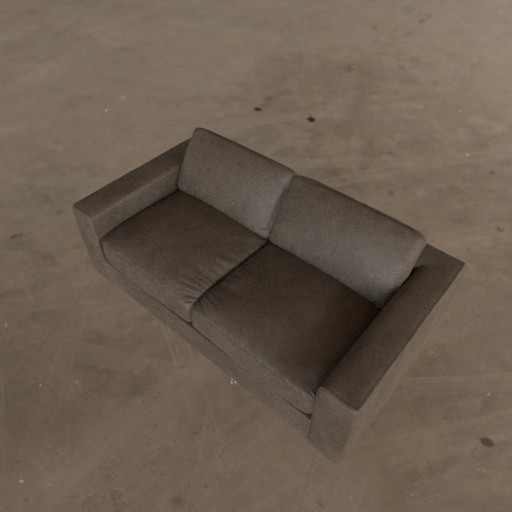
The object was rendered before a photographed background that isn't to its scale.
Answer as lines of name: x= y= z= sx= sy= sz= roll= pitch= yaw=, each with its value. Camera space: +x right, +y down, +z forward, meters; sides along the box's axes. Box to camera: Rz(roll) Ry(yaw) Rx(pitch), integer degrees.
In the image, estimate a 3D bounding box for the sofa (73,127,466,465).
sofa: x=0.000 y=0.000 z=2.490 sx=1.920 sy=0.800 sz=1.070 roll=32 pitch=54 yaw=27
